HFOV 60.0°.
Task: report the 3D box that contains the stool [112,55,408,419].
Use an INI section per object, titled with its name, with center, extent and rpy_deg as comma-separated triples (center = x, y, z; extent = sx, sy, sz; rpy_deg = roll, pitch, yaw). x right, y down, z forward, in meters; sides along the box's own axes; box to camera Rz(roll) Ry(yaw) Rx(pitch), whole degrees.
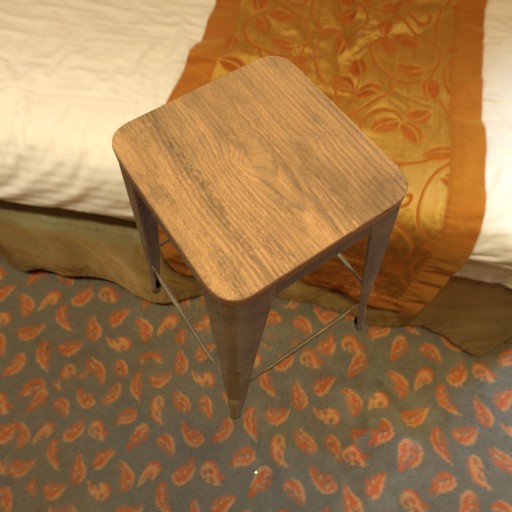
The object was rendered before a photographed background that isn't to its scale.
[stool]
center = 0.000, 0.000, 0.887
extent = 0.407, 0.607, 0.407
rpy_deg = -32, 68, -14
